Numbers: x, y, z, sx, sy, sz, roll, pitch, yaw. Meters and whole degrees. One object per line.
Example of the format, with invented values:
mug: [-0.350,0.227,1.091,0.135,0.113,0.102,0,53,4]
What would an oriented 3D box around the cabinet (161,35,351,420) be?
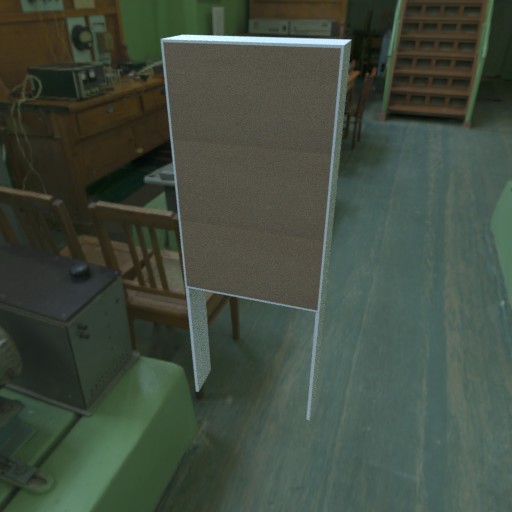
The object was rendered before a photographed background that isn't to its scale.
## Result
cabinet: [0.000,0.000,2.007,0.643,1.770,0.192,9,32,15]
